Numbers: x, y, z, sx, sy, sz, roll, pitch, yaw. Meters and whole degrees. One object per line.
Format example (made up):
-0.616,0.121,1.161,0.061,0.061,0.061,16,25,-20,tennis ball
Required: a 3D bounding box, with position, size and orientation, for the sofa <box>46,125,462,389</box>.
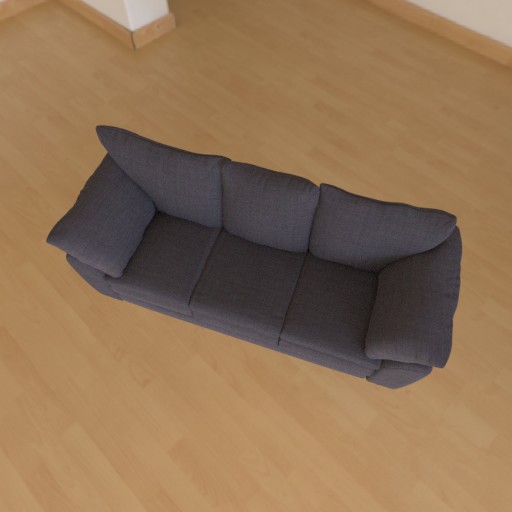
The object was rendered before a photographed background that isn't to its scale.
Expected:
0.000,0.000,2.786,2.336,1.080,0.883,16,59,10,sofa
